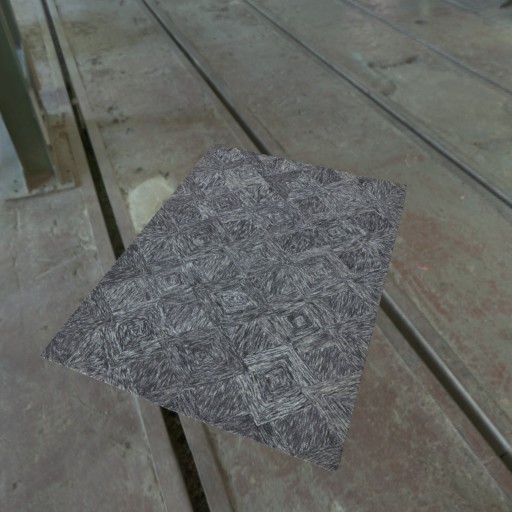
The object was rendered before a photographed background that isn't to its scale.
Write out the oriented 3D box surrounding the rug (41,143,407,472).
[{"bbox_3d":[0.000,0.000,5.264,2.997,0.020,4.093,16,48,14],"label":"rug"}]
